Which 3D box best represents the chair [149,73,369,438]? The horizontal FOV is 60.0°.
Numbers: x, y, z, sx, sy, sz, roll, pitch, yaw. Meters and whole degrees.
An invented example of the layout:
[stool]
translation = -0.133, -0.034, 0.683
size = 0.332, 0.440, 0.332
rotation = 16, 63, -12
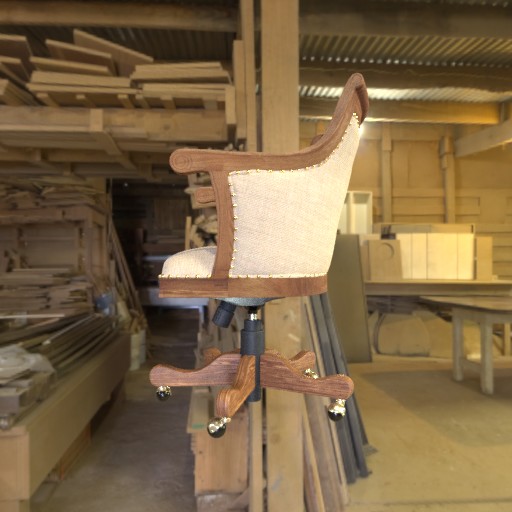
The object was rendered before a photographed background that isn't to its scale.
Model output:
[chair]
translation = 0.000, 0.000, 1.457
size = 0.689, 0.965, 0.656
rotation = 0, 0, -2
